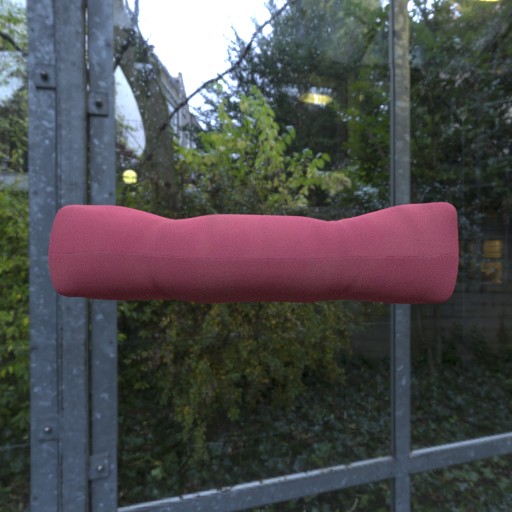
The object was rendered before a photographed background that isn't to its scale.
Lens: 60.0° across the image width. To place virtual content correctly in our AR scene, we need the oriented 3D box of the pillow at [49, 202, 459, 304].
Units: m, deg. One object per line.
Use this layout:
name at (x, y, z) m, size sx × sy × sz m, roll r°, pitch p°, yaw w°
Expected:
pillow at (0.000, 0.000, 0.730) m, size 0.490 × 0.128 × 0.468 m, roll 0°, pitch 0°, yaw 0°
